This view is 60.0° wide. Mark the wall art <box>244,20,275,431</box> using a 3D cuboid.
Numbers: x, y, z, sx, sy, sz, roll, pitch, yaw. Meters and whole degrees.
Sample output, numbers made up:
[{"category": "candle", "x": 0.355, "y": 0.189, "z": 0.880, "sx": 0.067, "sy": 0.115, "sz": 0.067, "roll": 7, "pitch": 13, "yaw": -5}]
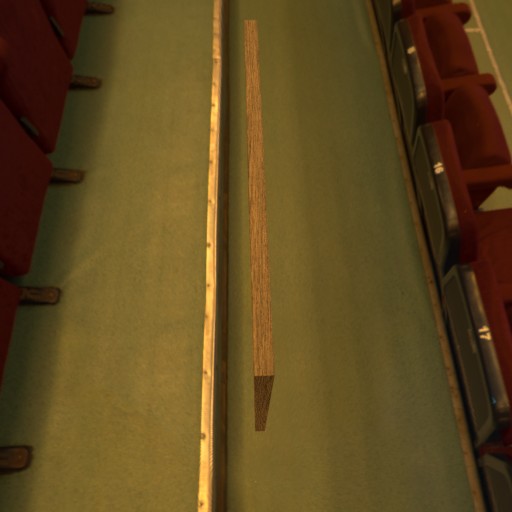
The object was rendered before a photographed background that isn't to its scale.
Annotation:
[{"category": "wall art", "x": 0.000, "y": 0.000, "z": 0.752, "sx": 0.019, "sy": 0.508, "sz": 0.508, "roll": -2, "pitch": 63, "yaw": -1}]
